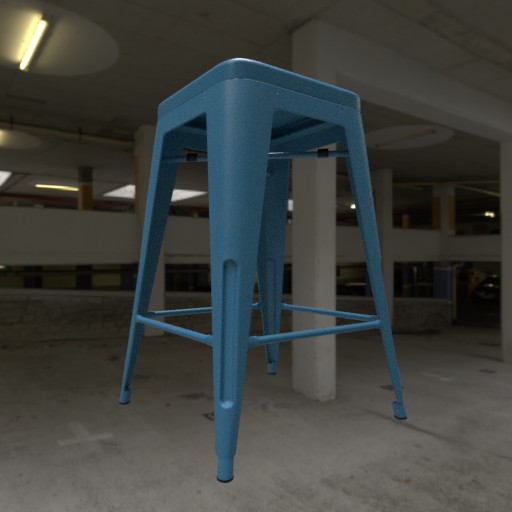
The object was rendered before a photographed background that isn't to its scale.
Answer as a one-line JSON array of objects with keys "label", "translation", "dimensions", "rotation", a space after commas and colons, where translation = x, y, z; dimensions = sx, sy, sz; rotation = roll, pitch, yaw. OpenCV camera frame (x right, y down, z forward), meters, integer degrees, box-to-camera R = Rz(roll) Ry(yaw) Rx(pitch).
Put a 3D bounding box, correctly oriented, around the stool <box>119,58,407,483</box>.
[{"label": "stool", "translation": [0.000, 0.000, 0.870], "dimensions": [0.410, 0.608, 0.410], "rotation": [0, 0, -36]}]
